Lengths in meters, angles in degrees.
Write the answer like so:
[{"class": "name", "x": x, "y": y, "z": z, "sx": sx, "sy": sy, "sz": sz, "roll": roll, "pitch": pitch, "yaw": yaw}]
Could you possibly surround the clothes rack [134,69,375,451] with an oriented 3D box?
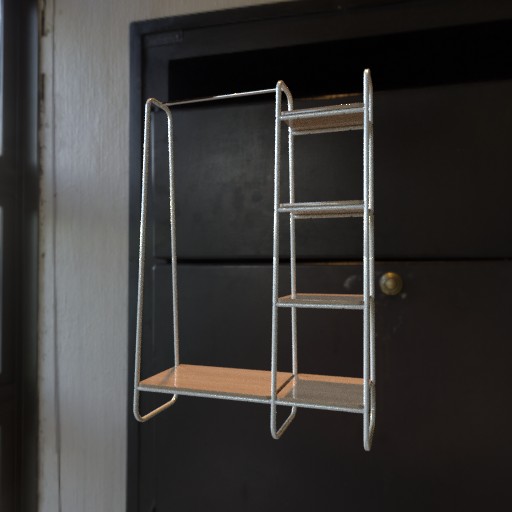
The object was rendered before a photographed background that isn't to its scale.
[{"class": "clothes rack", "x": 0.000, "y": 0.000, "z": 1.990, "sx": 1.011, "sy": 1.500, "sz": 0.400, "roll": 0, "pitch": -1, "yaw": 18}]
